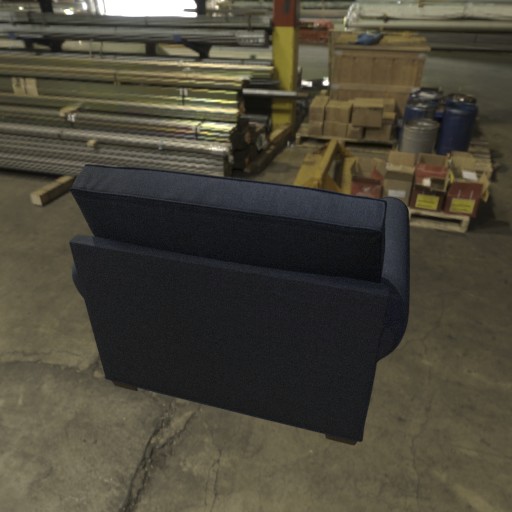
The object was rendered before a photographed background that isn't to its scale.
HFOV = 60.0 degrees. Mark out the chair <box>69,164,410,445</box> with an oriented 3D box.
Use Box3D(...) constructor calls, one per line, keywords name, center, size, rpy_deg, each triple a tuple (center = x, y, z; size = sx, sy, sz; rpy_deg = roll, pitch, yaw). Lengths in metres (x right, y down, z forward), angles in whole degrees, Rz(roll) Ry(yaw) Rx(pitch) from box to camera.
Box3D(name="chair", center=(0.000, 0.000, 1.971), size=(1.285, 1.044, 0.963), rpy_deg=(9, 34, 14))
